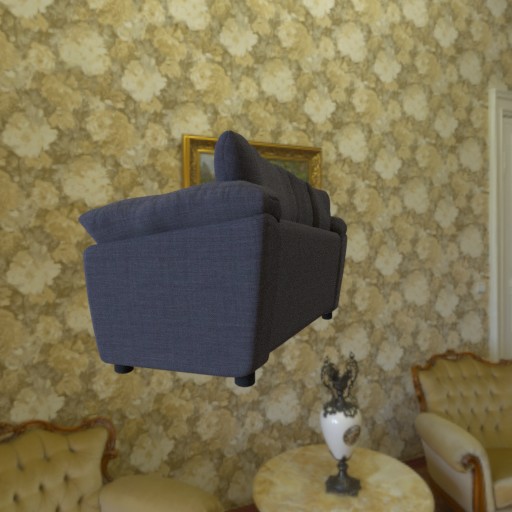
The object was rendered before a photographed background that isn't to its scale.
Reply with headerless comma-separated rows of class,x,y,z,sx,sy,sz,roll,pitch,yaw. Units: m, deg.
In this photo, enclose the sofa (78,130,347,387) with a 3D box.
sofa,0.000,0.000,2.882,0.883,1.080,2.336,0,1,19
